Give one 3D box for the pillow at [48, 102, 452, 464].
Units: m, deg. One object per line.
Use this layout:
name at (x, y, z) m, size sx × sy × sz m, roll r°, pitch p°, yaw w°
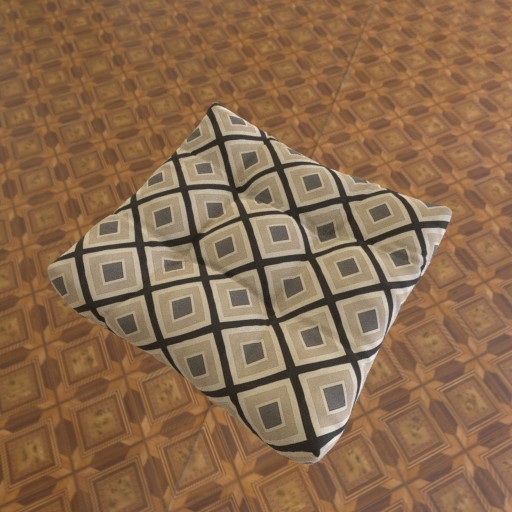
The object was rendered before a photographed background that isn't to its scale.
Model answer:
pillow at (0.000, 0.000, 0.729) m, size 0.490 × 0.128 × 0.468 m, roll 29°, pitch 63°, yaw 17°
